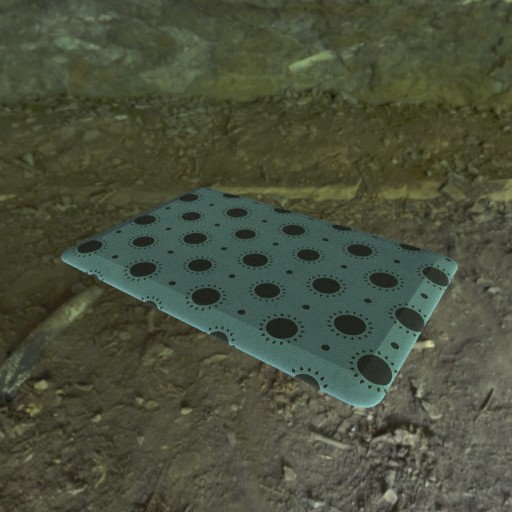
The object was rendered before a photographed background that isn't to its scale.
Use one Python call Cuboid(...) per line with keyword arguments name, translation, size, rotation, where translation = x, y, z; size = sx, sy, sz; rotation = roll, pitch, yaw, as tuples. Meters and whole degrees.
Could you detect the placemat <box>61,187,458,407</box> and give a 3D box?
Cuboid(name="placemat", translation=(0.000, 0.000, 0.991), size=(0.762, 0.021, 0.508), rotation=(20, 36, 29))
